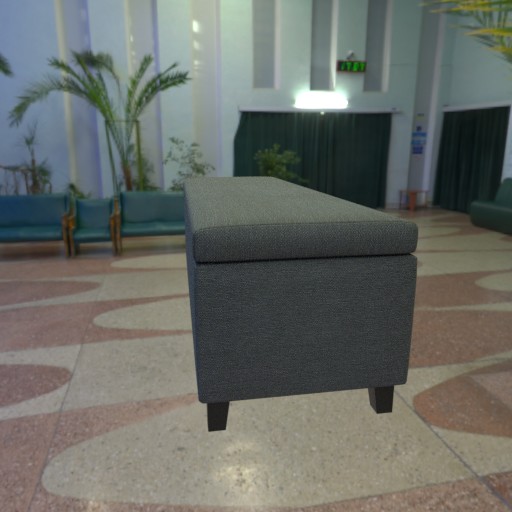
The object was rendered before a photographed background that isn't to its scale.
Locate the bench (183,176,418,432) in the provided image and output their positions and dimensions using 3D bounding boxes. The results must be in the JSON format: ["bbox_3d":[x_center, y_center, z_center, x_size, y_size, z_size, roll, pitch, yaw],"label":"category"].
[{"bbox_3d":[0.000,0.000,1.459,0.446,0.438,1.269,-2,14,-10],"label":"bench"}]
